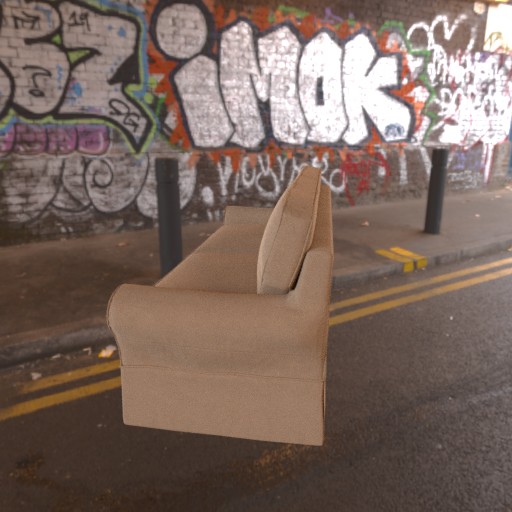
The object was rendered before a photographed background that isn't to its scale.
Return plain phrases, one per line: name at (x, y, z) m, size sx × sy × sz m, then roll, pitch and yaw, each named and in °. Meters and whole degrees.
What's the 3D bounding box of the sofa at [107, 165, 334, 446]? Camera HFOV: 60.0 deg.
sofa at (0.000, 0.000, 2.744) m, size 0.900 × 1.014 × 2.246 m, roll 2°, pitch 16°, yaw 9°
